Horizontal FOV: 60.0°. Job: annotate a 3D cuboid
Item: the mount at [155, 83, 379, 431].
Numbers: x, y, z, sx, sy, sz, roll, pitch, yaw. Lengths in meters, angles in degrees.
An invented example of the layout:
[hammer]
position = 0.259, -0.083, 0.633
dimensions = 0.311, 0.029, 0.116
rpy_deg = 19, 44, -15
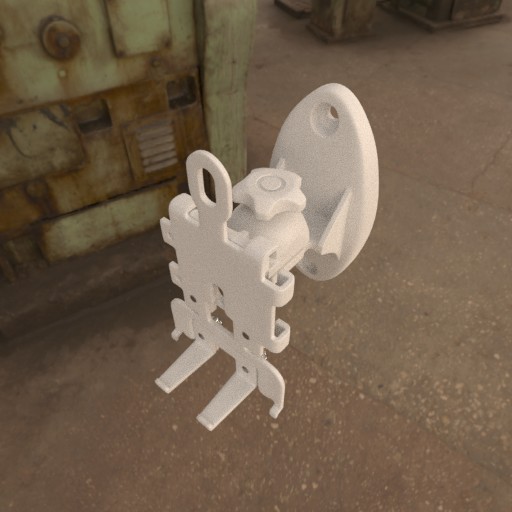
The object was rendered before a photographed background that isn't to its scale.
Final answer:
[mount]
position = 0.000, 0.000, 0.180
dimensions = 0.066, 0.118, 0.100
rpy_deg = 31, 53, 27
